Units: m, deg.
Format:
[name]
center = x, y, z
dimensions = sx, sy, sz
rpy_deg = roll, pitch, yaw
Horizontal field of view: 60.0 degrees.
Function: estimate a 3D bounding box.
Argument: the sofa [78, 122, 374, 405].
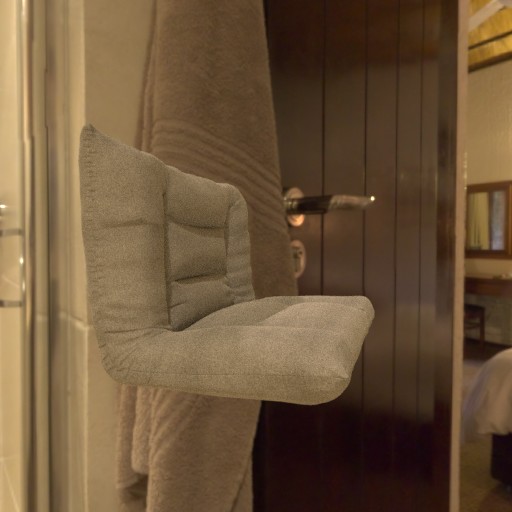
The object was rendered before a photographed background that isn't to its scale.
[sofa]
center = 0.000, 0.000, 1.731
dimensions = 0.847, 0.795, 1.144
rpy_deg = 0, 2, 18
